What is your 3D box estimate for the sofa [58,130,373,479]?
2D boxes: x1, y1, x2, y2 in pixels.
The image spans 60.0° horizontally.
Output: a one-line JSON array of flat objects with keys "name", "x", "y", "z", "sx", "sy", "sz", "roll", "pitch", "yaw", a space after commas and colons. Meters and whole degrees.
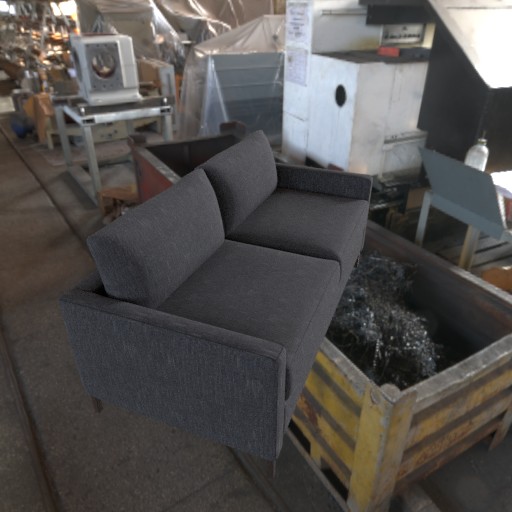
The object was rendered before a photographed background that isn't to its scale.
[{"name": "sofa", "x": 0.000, "y": 0.000, "z": 2.211, "sx": 0.866, "sy": 0.862, "sz": 1.716, "roll": 12, "pitch": 33, "yaw": 19}]
